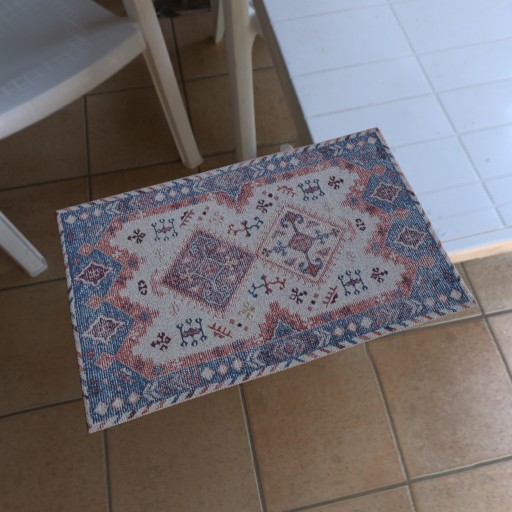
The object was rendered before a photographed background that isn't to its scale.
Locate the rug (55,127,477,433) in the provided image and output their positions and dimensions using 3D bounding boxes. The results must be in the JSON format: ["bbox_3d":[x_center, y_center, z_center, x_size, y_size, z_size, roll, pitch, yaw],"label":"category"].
[{"bbox_3d":[0.000,0.000,2.945,2.464,0.023,1.521,-16,66,-7],"label":"rug"}]
